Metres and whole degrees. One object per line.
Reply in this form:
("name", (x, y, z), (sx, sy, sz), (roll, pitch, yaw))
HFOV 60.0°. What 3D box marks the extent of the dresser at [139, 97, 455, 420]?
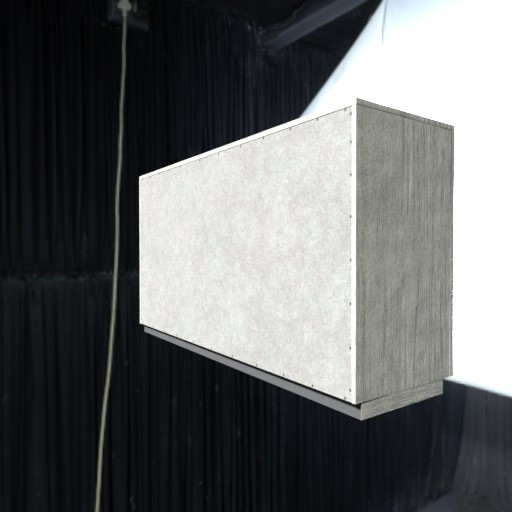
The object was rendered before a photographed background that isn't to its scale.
("dresser", (0.000, 0.000, 2.015), (0.483, 0.889, 1.628), (-1, 1, -35))
